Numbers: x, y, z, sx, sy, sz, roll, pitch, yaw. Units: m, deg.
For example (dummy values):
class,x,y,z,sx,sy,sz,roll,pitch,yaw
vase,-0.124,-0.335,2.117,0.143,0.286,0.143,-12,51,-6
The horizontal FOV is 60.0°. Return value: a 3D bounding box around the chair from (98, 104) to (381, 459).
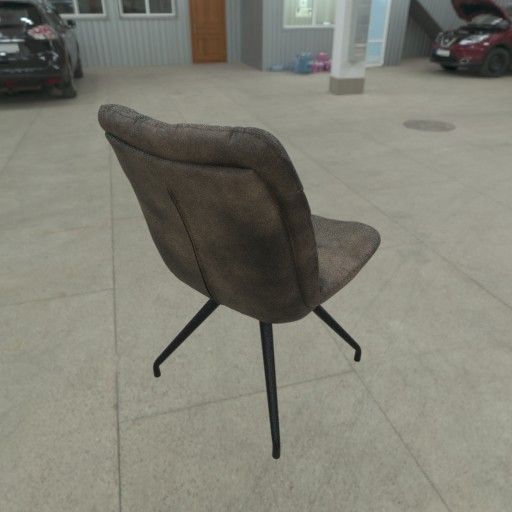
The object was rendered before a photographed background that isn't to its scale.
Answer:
class,x,y,z,sx,sy,sz,roll,pitch,yaw
chair,0.000,0.000,1.247,0.549,0.870,0.622,21,36,33
